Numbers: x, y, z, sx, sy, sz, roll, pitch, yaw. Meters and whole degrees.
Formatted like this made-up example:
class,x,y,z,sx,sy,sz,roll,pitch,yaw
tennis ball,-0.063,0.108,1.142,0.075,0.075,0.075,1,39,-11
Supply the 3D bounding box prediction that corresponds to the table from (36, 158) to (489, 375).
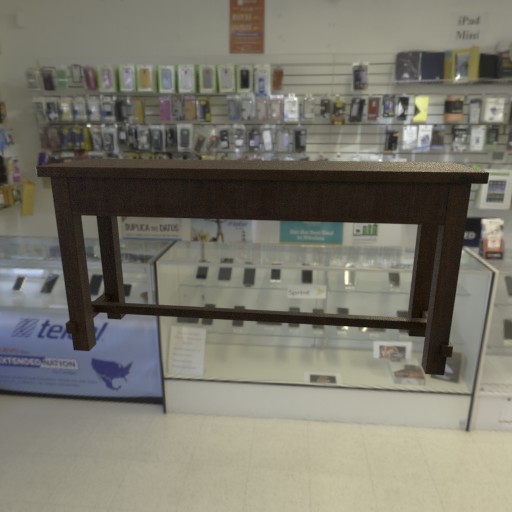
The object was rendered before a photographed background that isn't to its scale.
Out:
class,x,y,z,sx,sy,sz,roll,pitch,yaw
table,0.000,0.000,1.864,1.599,0.762,0.442,2,17,7
